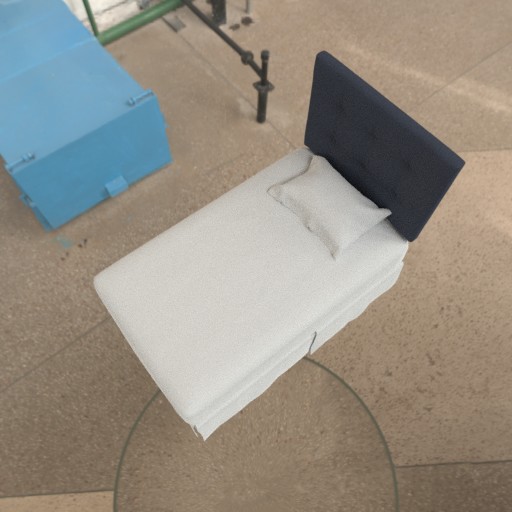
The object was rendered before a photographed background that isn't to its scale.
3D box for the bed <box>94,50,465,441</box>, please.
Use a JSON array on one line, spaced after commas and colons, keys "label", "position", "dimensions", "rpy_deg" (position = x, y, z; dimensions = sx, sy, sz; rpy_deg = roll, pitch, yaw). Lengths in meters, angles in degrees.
[{"label": "bed", "position": [0.000, 0.000, 2.970], "dimensions": [1.997, 1.571, 1.261], "rpy_deg": [-35, 68, -16]}]
